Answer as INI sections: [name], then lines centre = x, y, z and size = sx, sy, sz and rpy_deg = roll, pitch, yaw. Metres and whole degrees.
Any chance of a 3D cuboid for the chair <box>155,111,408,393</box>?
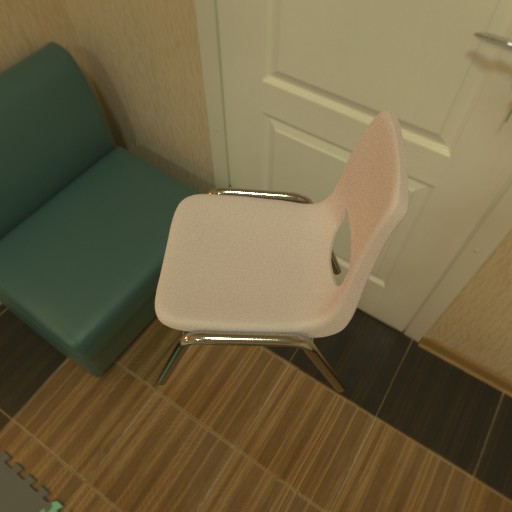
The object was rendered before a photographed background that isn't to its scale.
[chair]
centre = 0.000, 0.000, 0.844
size = 0.423, 0.586, 0.354
rpy_deg = 4, 57, 2
